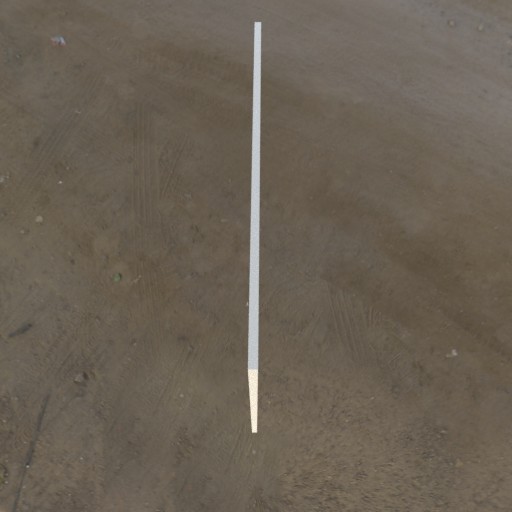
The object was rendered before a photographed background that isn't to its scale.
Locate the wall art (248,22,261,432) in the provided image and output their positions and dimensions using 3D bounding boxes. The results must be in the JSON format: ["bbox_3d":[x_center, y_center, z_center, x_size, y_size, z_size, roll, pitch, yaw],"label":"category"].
[{"bbox_3d":[0.000,0.000,1.210,0.015,0.812,0.812,1,62,0],"label":"wall art"}]
